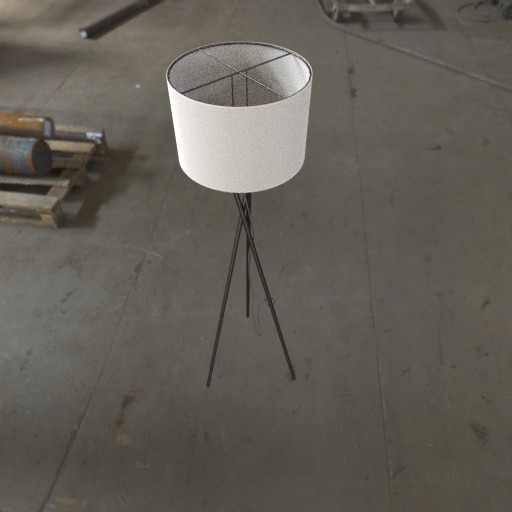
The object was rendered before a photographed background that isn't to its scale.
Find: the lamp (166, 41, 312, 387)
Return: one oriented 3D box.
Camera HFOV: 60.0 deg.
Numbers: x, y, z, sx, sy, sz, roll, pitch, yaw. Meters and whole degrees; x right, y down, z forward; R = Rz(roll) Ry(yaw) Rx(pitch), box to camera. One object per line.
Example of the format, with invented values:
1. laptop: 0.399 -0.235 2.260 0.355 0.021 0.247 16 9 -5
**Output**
1. lamp: 0.000 0.000 1.910 0.667 1.624 0.522 -32 55 -26
